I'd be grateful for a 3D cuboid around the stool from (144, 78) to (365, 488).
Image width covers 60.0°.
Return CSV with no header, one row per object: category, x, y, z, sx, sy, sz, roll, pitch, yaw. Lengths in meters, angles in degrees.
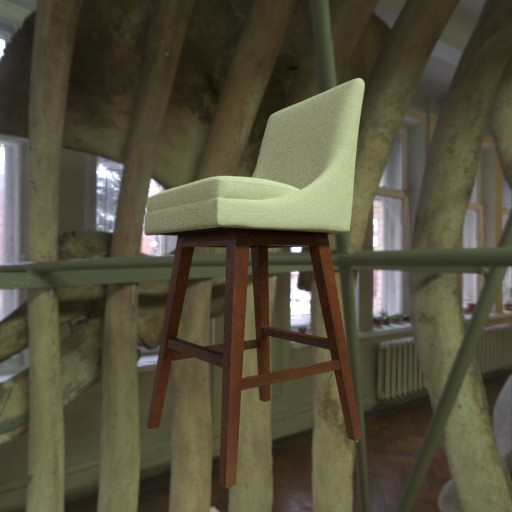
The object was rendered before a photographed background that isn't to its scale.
stool,0.000,0.000,1.377,0.559,1.097,0.470,0,0,-36
